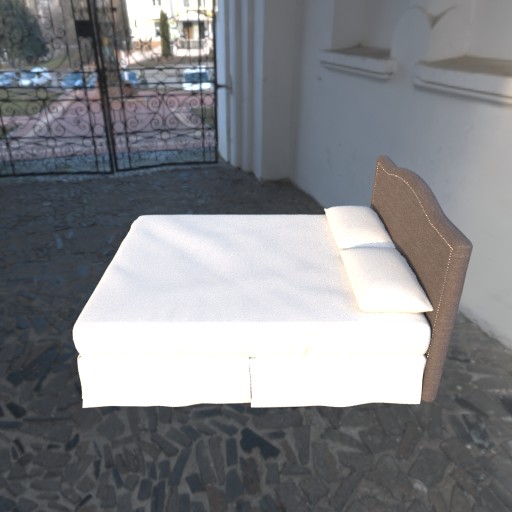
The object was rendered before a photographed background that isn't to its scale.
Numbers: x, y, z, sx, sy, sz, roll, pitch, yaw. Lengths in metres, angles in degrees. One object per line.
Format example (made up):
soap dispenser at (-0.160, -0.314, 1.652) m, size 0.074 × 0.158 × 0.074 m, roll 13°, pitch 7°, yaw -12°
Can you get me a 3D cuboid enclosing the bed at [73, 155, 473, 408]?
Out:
bed at (0.000, 0.000, 3.922) m, size 2.689 × 1.457 × 2.161 m, roll 0°, pitch 28°, yaw 0°
